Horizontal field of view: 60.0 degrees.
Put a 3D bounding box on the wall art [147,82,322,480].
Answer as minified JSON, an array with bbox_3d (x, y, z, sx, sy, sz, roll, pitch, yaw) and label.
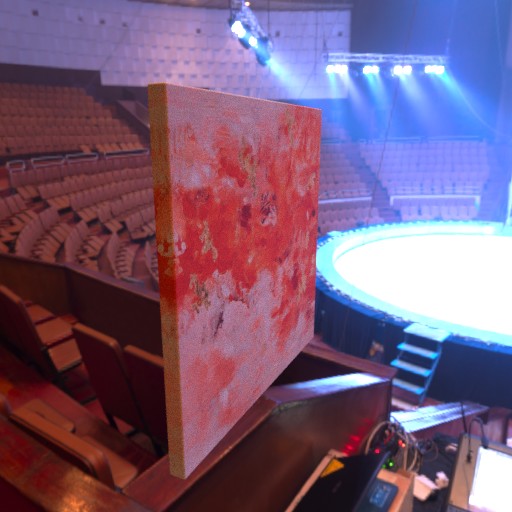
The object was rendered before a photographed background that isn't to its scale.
[{"bbox_3d":[0.000,0.000,1.123,0.064,0.746,0.747,7,17,26],"label":"wall art"}]
